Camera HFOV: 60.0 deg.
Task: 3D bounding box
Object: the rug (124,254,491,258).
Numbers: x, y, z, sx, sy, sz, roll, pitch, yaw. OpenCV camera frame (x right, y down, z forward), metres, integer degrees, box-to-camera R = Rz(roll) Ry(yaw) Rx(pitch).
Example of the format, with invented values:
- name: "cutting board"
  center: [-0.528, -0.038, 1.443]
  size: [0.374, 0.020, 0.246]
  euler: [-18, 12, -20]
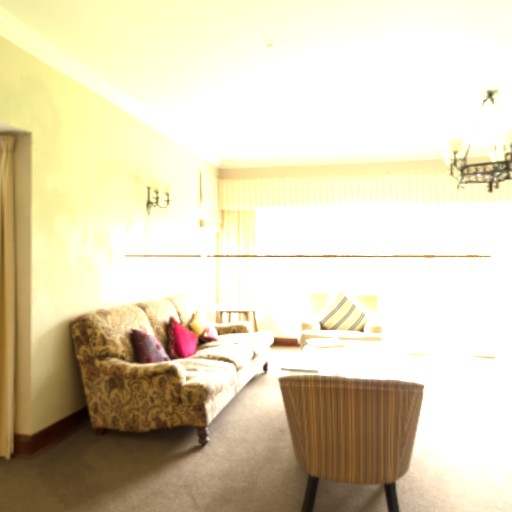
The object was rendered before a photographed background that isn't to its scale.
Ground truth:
- name: "rug"
  center: [0.000, 0.000, 2.700]
  size: [0.775, 0.012, 2.452]
  euler: [0, 0, -36]
